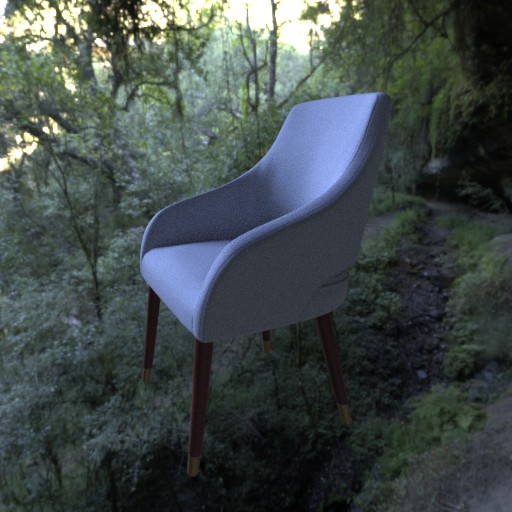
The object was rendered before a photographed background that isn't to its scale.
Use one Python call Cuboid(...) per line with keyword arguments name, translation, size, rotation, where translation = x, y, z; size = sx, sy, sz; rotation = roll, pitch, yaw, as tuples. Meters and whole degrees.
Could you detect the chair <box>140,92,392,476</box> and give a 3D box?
Cuboid(name="chair", translation=(0.000, 0.000, 1.272), size=(0.600, 0.889, 0.609), rotation=(-7, 16, -26))
